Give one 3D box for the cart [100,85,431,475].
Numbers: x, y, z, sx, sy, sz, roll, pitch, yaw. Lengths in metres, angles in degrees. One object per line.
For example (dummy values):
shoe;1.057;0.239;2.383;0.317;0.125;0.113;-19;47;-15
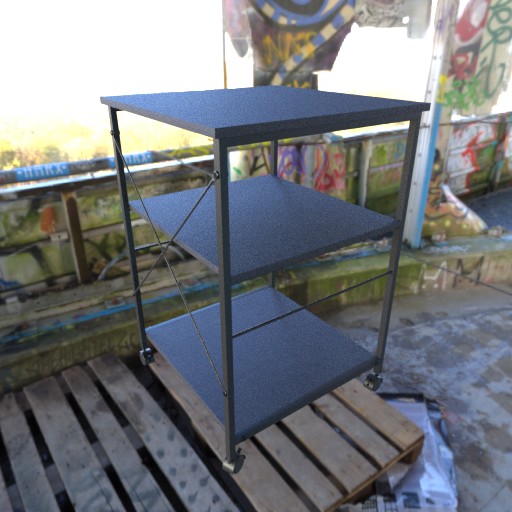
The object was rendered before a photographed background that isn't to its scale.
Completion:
cart;0.000;0.000;1.138;0.520;0.762;0.521;-17;31;-32
